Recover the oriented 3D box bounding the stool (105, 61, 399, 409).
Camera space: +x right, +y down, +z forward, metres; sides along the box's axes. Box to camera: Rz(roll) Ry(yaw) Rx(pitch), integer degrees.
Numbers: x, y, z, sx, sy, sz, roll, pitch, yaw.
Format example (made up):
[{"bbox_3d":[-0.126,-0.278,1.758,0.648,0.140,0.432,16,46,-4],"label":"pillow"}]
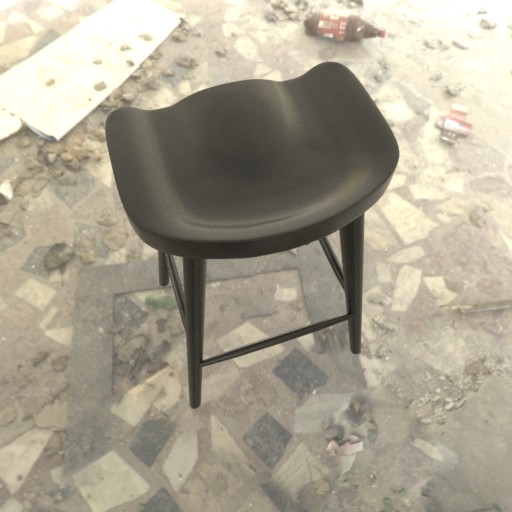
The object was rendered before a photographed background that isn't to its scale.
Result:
[{"bbox_3d":[0.000,0.000,0.892,0.440,0.615,0.361,-16,61,-9],"label":"stool"}]
